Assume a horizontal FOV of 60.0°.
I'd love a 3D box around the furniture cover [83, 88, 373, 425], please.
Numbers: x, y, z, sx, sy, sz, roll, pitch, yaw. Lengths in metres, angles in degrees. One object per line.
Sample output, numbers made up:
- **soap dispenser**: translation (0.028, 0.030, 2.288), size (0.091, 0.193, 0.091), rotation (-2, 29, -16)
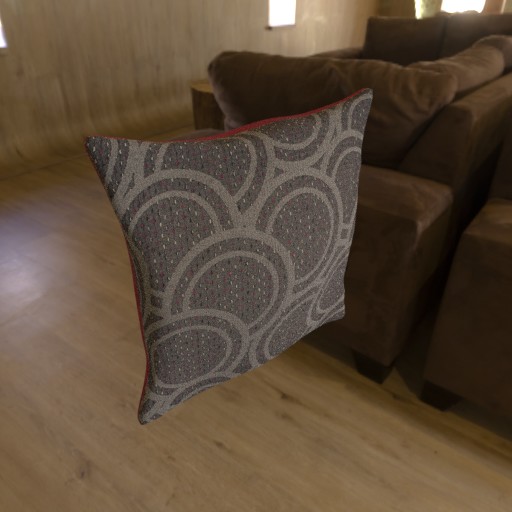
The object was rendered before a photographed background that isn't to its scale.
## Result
- **furniture cover**: translation (0.000, 0.000, 0.786), size (0.514, 0.513, 0.163), rotation (-21, 37, -31)
